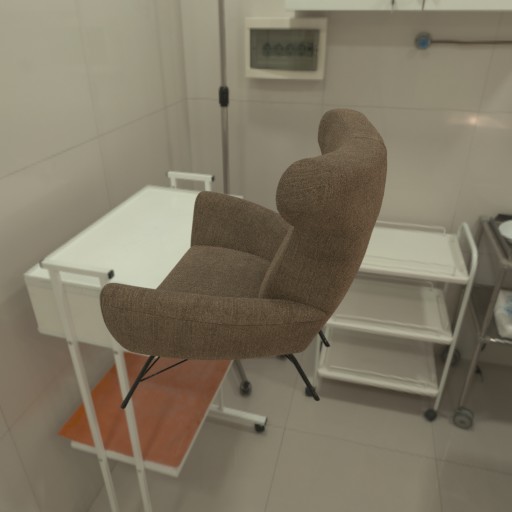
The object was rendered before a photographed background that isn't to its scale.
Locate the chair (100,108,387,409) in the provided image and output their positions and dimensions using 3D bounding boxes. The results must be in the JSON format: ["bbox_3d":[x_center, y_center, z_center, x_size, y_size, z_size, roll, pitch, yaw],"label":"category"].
[{"bbox_3d":[0.000,0.000,1.754,0.900,1.040,0.980,7,29,12],"label":"chair"}]
